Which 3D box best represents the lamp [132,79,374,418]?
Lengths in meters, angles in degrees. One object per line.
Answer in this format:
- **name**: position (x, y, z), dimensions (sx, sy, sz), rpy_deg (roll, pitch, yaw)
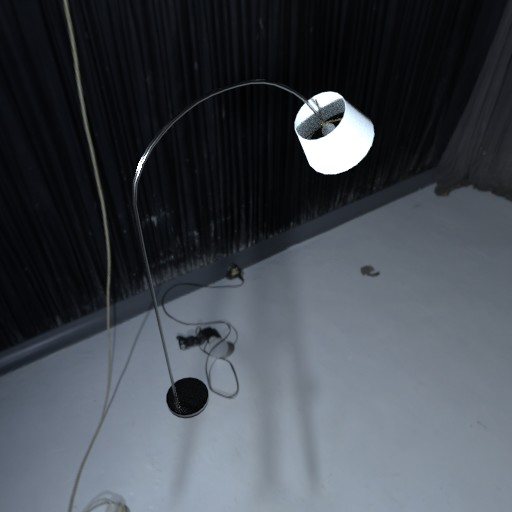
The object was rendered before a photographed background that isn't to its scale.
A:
- **lamp**: position (0.000, 0.000, 2.641), dimensions (1.445, 2.098, 0.406), rpy_deg (-25, 47, -25)
